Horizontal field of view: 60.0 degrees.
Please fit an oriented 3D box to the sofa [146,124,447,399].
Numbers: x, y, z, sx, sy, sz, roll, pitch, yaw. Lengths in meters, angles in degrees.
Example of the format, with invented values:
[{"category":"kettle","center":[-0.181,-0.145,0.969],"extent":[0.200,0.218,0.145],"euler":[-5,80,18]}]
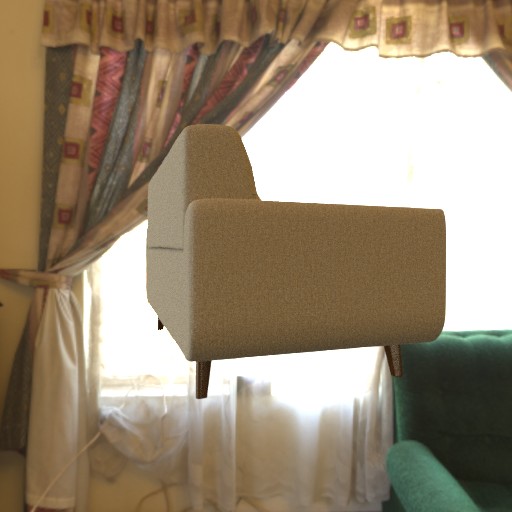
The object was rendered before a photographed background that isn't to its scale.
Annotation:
[{"category":"sofa","center":[0.000,0.000,2.218],"extent":[0.952,0.925,1.651],"euler":[0,1,-18]}]
